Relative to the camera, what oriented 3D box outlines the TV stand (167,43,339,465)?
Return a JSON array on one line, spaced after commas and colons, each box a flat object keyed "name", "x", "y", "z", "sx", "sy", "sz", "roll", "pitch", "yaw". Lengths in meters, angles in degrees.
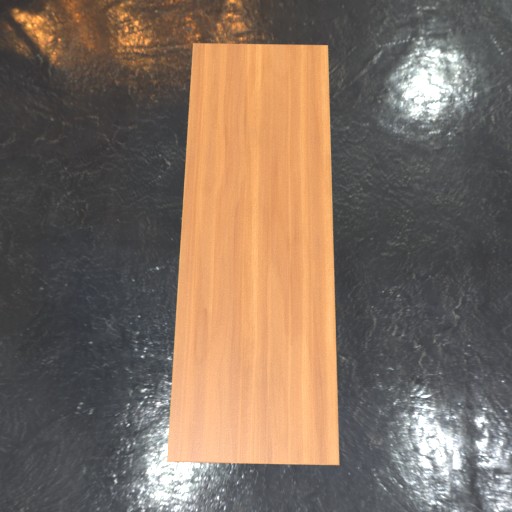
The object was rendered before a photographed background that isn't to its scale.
[{"name": "TV stand", "x": 0.000, "y": 0.000, "z": 1.491, "sx": 0.417, "sy": 0.607, "sz": 1.181, "roll": 1, "pitch": 75, "yaw": 0}]
